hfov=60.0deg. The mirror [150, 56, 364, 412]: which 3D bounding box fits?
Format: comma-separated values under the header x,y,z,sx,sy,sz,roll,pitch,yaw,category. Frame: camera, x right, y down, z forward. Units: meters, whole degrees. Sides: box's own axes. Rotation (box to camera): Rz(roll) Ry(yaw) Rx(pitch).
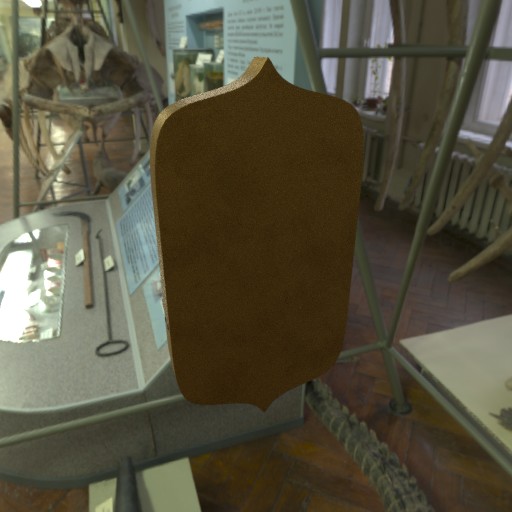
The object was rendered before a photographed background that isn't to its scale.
x,y,z,sx,sy,sz,roll,pitch,yaw,category
0.000,0.000,0.746,0.323,0.613,0.096,-9,27,-18,mirror
